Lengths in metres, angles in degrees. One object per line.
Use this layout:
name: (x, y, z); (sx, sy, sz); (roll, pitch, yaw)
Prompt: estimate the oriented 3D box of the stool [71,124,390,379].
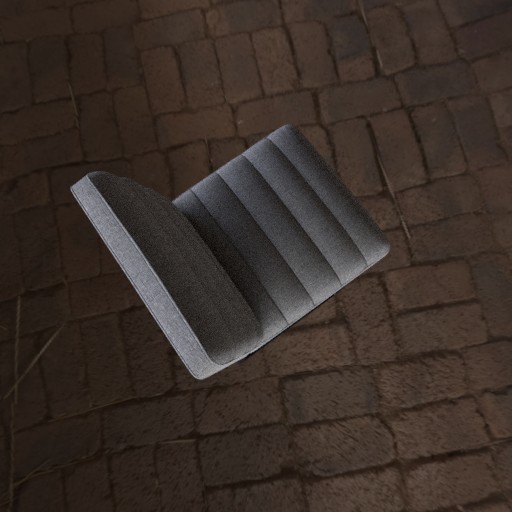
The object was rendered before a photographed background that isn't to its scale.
stool: (0.000, 0.000, 1.330); (0.571, 1.034, 0.459); (-35, 78, -8)
